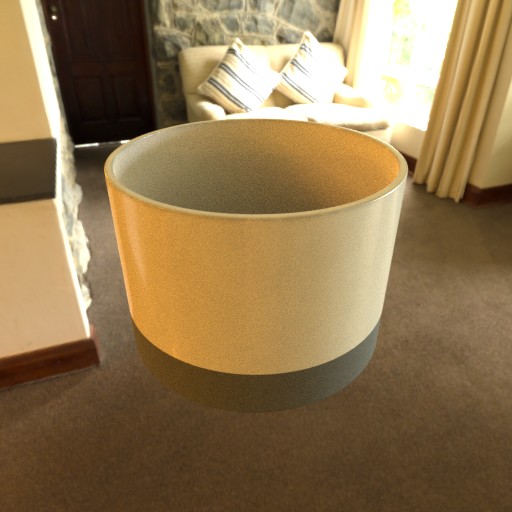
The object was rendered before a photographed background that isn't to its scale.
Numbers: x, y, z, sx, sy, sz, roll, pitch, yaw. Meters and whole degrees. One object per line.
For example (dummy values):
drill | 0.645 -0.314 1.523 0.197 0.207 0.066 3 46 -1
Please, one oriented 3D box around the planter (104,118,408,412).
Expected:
planter | 0.000 0.000 0.222 0.128 0.105 0.128 0 31 0
